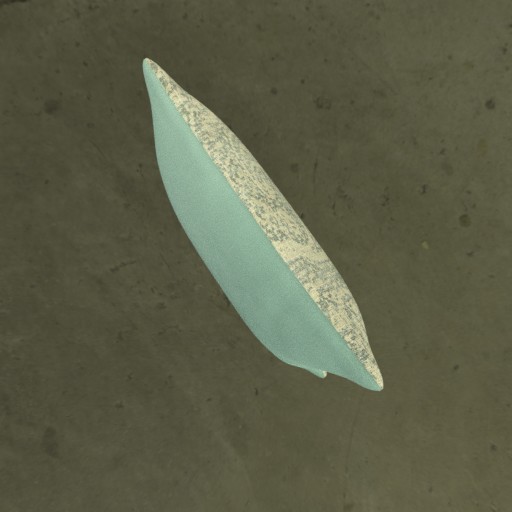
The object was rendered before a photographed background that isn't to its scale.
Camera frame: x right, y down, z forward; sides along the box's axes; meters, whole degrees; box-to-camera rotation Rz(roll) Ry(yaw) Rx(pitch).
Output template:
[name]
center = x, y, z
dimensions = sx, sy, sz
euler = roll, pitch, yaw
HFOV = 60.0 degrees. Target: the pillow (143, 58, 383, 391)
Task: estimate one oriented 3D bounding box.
[pillow]
center = 0.000, 0.000, 0.795
dimensions = 0.166, 0.507, 0.526
euler = -33, 78, -8
